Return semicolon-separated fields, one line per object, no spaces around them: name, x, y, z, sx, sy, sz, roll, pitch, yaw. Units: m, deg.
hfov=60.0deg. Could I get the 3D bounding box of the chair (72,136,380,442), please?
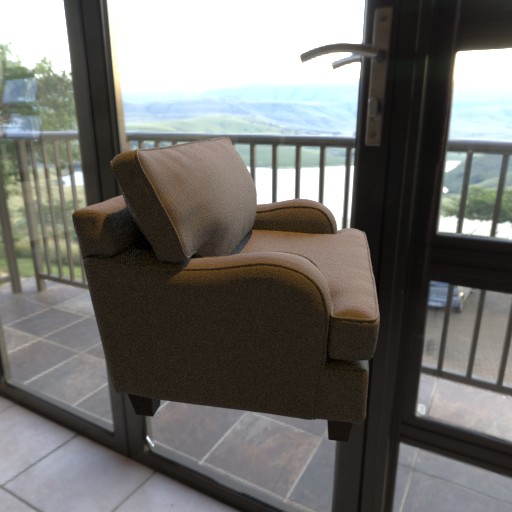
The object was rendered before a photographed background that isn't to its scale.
chair;0.000;0.000;2.026;1.041;1.016;1.220;3;18;10
